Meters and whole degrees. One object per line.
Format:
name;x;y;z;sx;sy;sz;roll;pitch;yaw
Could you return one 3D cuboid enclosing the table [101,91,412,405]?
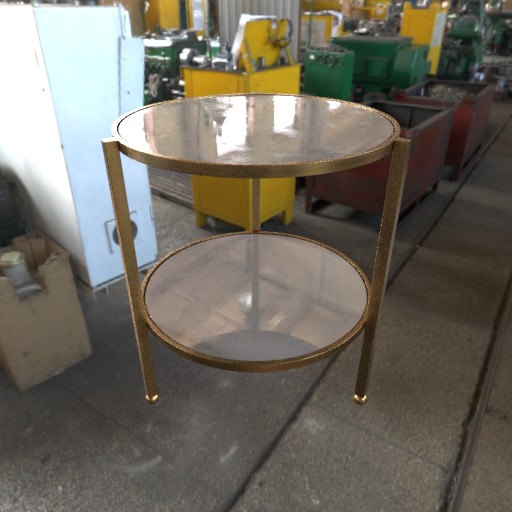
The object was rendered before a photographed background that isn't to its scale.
table;0.000;0.000;0.441;0.231;0.269;0.243;0;30;0
